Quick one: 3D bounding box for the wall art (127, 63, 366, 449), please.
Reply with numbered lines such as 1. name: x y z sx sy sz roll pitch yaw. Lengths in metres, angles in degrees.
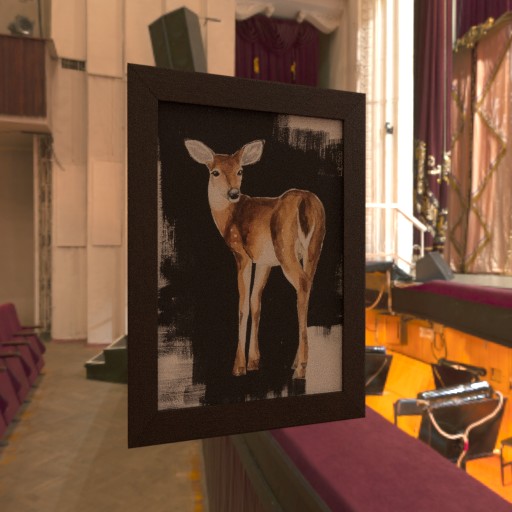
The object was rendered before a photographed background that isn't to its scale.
1. wall art: 0.000 0.000 0.644 0.359 0.508 0.013 0 0 -18
